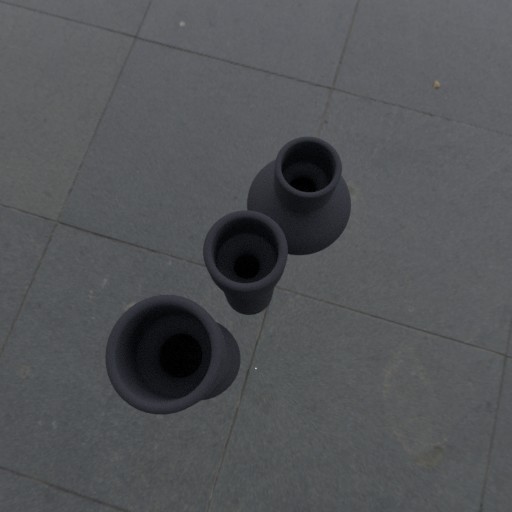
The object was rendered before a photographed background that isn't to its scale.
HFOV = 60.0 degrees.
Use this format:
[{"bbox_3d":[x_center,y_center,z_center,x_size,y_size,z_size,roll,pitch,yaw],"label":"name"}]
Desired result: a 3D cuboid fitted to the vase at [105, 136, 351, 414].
[{"bbox_3d":[0.000,0.000,0.425,0.120,0.249,0.307,31,78,7],"label":"vase"}]
